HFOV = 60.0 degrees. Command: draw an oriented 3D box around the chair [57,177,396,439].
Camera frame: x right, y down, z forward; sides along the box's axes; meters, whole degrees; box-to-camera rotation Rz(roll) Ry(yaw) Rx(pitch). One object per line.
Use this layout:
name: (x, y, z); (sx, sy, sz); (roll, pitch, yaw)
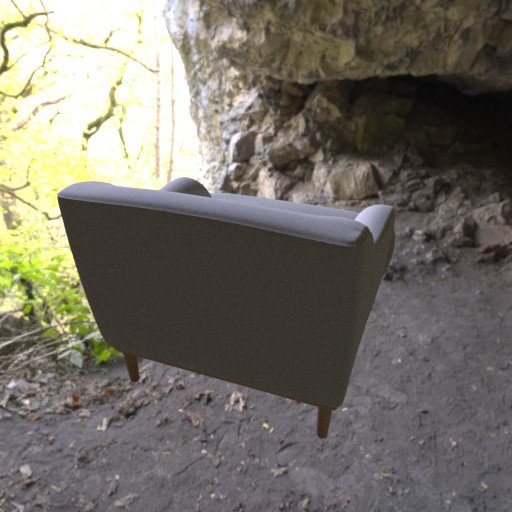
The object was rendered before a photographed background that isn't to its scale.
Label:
chair: (0.000, 0.000, 1.623); (0.946, 0.818, 0.951); (11, 34, 16)
